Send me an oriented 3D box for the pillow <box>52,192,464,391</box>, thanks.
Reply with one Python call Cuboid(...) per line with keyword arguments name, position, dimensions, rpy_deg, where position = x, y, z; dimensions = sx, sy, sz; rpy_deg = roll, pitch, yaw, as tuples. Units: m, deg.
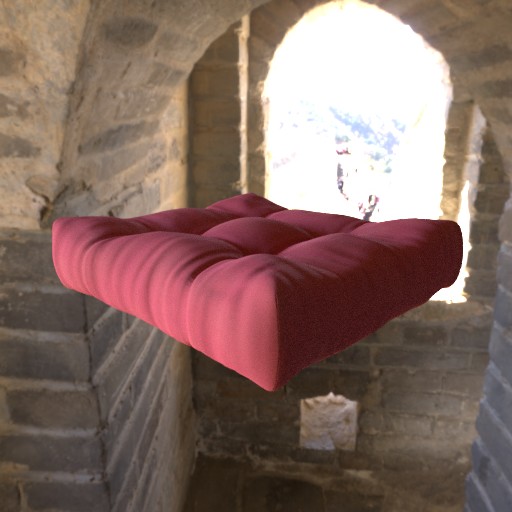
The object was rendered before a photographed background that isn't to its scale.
Cuboid(name="pillow", position=(0.000, 0.000, 0.704), dimensions=(0.490, 0.128, 0.468), rpy_deg=(15, 21, 42))
